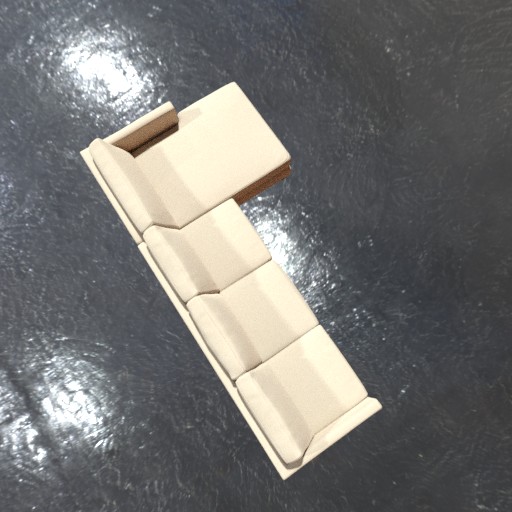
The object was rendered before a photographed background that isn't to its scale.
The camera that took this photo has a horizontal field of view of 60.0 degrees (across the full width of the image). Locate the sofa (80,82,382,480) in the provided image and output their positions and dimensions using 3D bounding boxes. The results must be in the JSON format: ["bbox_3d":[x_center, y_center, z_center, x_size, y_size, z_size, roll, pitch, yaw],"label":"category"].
[{"bbox_3d":[0.000,0.000,3.910,1.625,0.861,3.186,-33,79,-7],"label":"sofa"}]
